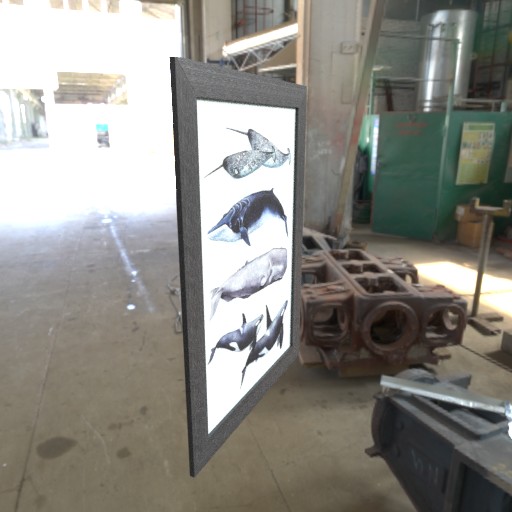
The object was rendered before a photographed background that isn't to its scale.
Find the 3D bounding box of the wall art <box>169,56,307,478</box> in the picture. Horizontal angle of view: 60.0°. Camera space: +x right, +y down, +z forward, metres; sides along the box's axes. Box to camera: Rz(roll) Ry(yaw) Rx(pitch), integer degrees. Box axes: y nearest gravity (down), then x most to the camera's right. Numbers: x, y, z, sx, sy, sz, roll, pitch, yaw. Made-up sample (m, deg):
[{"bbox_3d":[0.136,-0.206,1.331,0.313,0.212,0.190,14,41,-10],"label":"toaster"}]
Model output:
[{"bbox_3d":[0.000,0.000,1.470,0.016,1.116,0.810,8,18,26],"label":"wall art"}]
